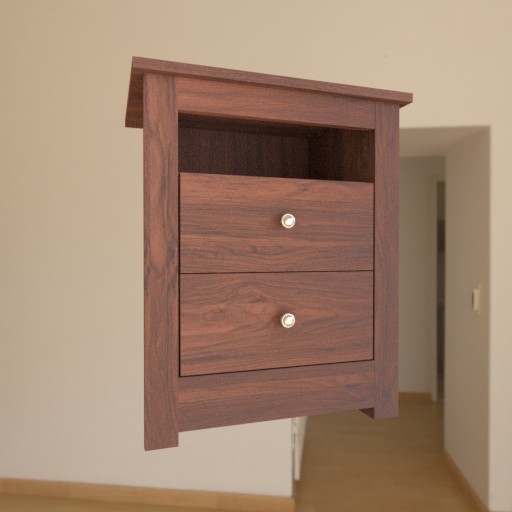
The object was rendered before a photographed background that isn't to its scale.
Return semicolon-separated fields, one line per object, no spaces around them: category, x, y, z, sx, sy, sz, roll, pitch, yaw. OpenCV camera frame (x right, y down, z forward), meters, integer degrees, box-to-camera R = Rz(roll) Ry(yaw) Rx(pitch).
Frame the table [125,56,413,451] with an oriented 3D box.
table;0.000;0.000;1.066;0.589;0.711;0.406;0;1;-18
